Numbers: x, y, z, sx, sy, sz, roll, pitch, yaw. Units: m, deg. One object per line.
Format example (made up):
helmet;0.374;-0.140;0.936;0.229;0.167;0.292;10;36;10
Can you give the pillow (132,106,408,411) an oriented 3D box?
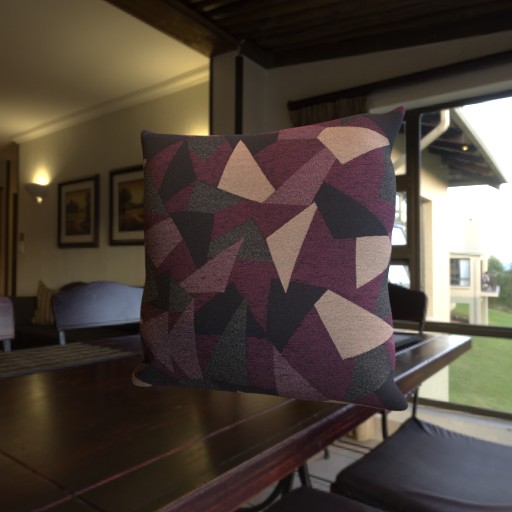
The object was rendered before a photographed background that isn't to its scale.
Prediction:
pillow;0.000;0.000;0.779;0.503;0.496;0.208;0;-1;18
